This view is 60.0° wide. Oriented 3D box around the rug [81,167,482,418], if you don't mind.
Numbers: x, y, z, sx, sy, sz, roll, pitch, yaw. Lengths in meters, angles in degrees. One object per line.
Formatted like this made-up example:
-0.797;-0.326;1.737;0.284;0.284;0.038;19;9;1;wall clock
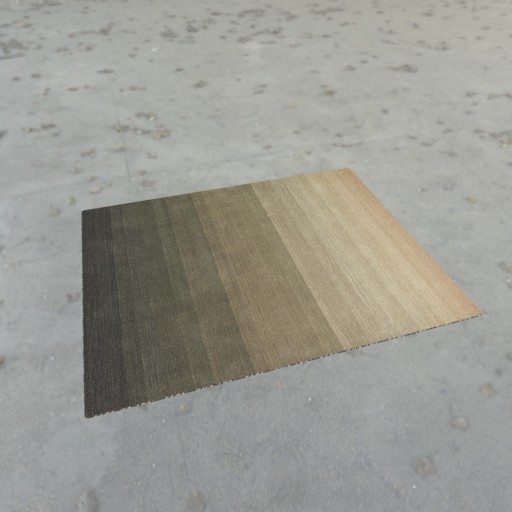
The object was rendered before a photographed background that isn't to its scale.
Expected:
0.000;0.000;3.859;2.902;0.017;2.305;-11;42;-13;rug
